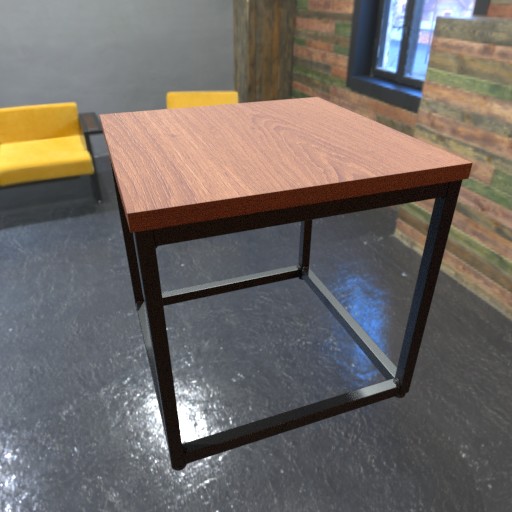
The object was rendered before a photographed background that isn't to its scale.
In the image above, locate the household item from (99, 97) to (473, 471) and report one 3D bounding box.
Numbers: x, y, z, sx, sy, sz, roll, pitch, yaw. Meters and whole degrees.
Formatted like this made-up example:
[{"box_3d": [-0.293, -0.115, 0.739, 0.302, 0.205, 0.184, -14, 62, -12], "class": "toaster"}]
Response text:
[{"box_3d": [0.000, 0.000, 0.730, 0.400, 0.400, 0.400, -11, 33, -17], "class": "household item"}]
